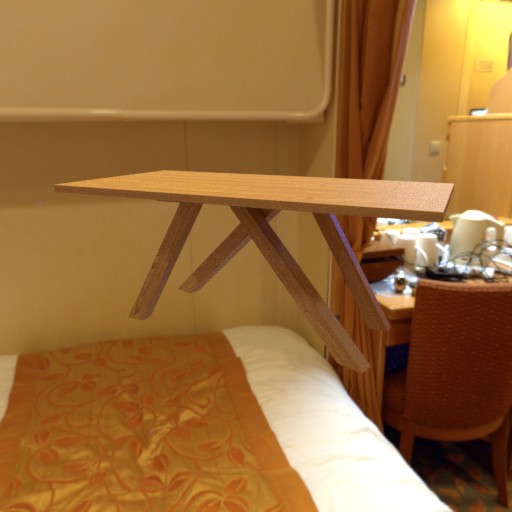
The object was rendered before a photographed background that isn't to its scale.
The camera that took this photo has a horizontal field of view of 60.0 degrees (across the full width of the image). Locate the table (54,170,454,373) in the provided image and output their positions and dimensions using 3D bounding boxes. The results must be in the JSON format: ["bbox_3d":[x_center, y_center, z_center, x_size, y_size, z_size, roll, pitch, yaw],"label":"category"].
[{"bbox_3d":[0.000,0.000,2.326,1.797,0.750,0.901,7,17,24],"label":"table"}]
